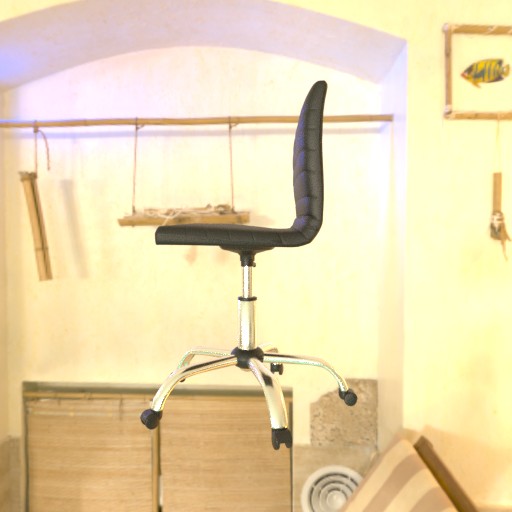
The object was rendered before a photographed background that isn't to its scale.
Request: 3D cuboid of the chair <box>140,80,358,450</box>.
[{"bbox_3d":[0.000,0.000,1.162,0.530,0.780,0.556,0,2,2],"label":"chair"}]
